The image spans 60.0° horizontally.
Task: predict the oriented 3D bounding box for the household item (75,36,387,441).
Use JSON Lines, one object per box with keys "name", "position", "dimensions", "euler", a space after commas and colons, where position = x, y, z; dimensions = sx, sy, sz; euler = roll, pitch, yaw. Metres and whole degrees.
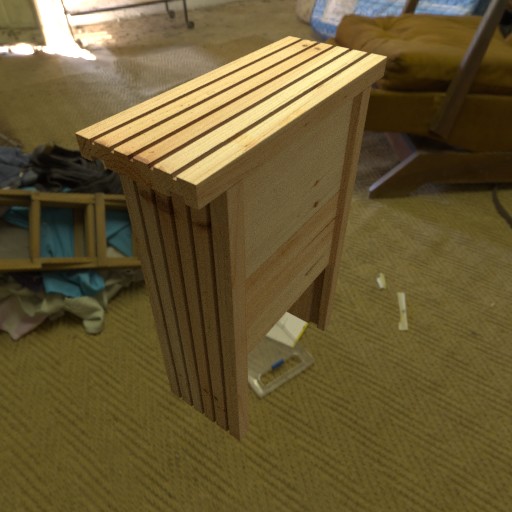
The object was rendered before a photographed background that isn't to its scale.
{"name": "household item", "position": [0.000, 0.000, 0.536], "dimensions": [0.123, 0.407, 0.301], "euler": [26, 48, 26]}
